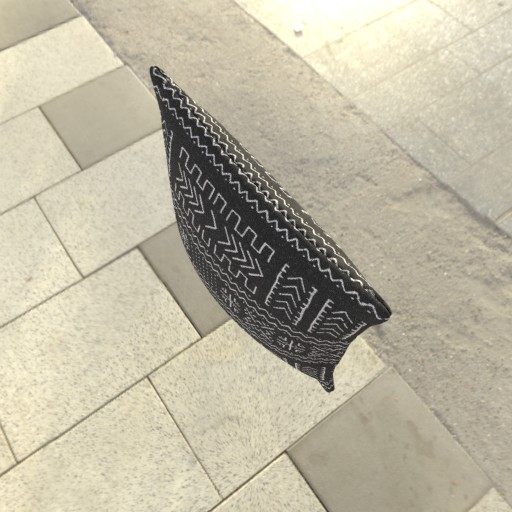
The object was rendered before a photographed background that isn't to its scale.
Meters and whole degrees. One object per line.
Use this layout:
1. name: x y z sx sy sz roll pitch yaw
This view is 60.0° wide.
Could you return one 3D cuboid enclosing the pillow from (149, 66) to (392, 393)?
1. pillow: 0.000 0.000 0.688 0.164 0.430 0.438 -35 69 -16
